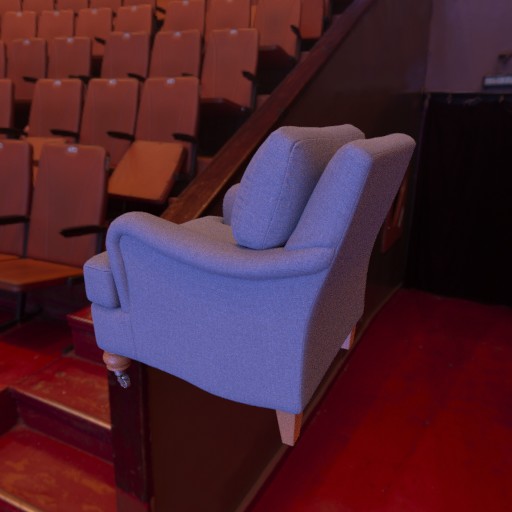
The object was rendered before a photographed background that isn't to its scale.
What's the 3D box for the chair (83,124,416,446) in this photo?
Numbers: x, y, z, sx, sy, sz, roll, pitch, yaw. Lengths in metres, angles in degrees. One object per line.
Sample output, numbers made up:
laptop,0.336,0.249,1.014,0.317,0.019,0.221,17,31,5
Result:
chair,0.000,0.000,1.828,1.070,1.038,0.955,8,19,25
